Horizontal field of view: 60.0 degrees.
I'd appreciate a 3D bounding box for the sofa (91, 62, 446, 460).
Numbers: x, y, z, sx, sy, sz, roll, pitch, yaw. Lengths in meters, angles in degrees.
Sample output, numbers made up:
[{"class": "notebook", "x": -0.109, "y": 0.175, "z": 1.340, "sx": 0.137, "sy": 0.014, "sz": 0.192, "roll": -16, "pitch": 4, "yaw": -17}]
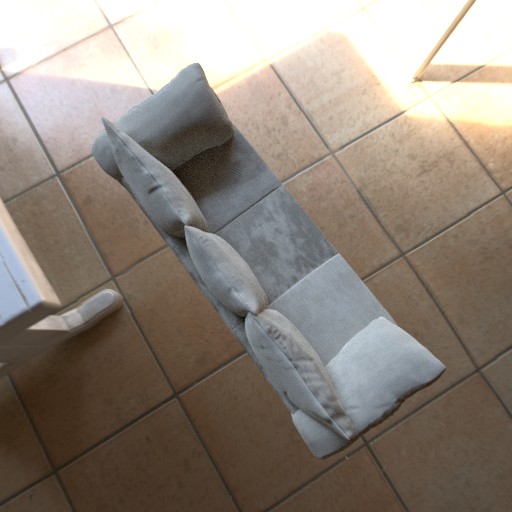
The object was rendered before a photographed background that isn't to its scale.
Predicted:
[{"class": "sofa", "x": 0.000, "y": 0.000, "z": 2.819, "sx": 0.893, "sy": 0.981, "sz": 2.377, "roll": -37, "pitch": 81, "yaw": -7}]
